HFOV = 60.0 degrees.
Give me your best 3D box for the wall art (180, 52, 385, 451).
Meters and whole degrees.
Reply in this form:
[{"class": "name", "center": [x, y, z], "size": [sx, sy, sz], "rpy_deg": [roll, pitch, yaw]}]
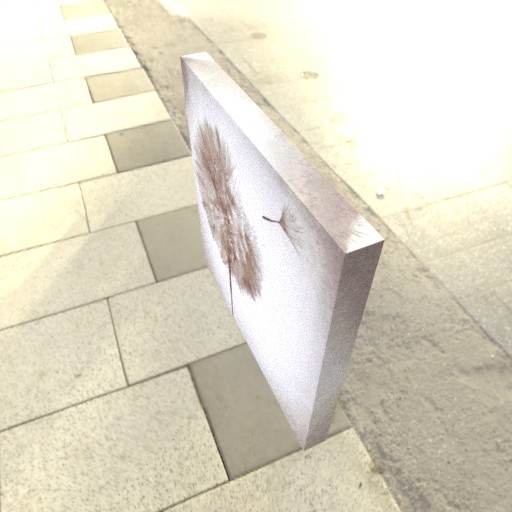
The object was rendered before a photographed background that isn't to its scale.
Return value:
[{"class": "wall art", "center": [0.000, 0.000, 0.462], "size": [0.028, 0.303, 0.303], "rpy_deg": [-18, 49, -17]}]
